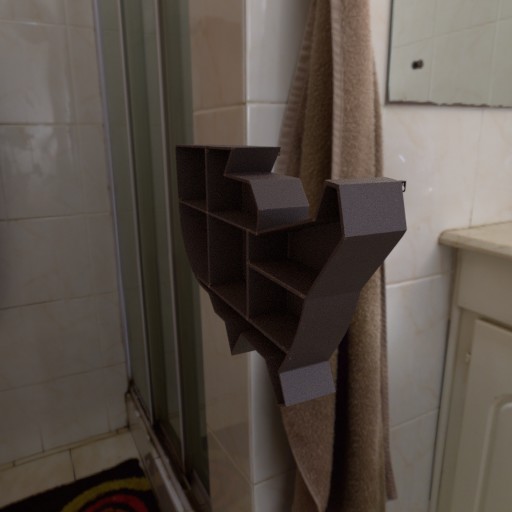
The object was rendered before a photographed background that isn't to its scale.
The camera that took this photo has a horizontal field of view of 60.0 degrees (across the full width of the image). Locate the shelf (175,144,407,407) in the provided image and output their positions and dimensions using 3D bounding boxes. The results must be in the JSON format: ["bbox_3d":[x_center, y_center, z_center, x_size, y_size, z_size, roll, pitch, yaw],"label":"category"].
[{"bbox_3d":[0.000,0.000,0.918,0.112,0.439,0.729,-7,17,-25],"label":"shelf"}]
